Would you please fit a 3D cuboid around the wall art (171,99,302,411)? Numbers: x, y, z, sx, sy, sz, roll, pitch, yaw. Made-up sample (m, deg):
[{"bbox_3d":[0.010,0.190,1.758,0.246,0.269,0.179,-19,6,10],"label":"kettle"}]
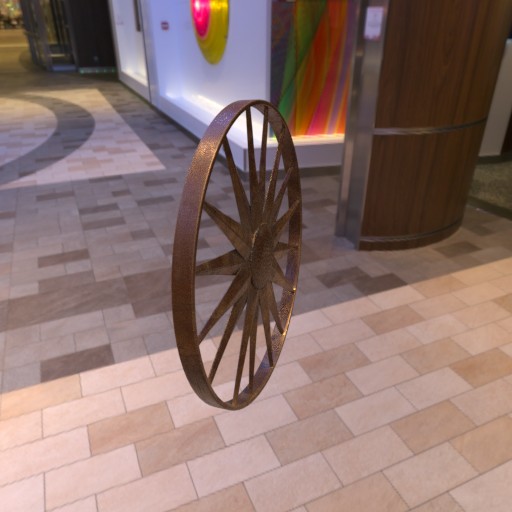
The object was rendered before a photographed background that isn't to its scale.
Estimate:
[{"bbox_3d":[0.000,0.000,0.875,0.084,0.583,0.582,10,30,17],"label":"wall art"}]
